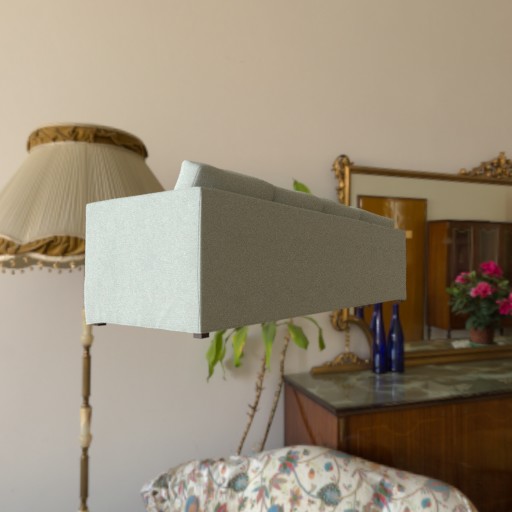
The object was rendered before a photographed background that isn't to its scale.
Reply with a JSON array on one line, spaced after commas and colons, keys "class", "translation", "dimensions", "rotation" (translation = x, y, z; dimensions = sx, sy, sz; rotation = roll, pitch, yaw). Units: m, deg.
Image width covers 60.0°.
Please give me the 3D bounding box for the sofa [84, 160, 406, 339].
[{"class": "sofa", "translation": [0.000, 0.000, 3.848], "dimensions": [1.650, 0.922, 3.205], "rotation": [-1, -2, 36]}]
